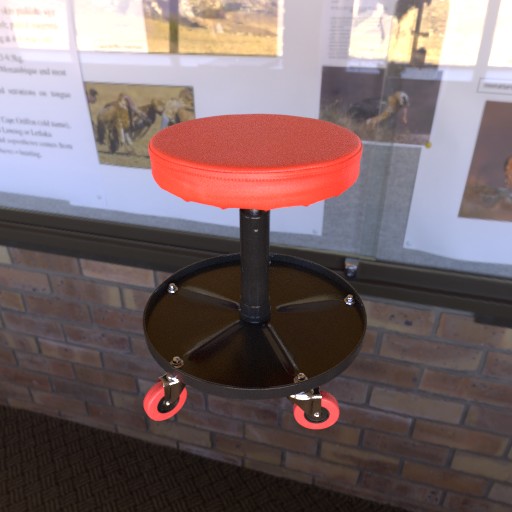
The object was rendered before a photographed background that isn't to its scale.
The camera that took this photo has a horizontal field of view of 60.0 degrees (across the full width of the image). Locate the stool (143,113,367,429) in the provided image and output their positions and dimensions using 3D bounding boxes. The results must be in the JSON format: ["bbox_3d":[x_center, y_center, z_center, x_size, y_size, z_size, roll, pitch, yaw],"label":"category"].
[{"bbox_3d":[0.000,0.000,0.666,0.381,0.365,0.382,-8,31,-14],"label":"stool"}]
